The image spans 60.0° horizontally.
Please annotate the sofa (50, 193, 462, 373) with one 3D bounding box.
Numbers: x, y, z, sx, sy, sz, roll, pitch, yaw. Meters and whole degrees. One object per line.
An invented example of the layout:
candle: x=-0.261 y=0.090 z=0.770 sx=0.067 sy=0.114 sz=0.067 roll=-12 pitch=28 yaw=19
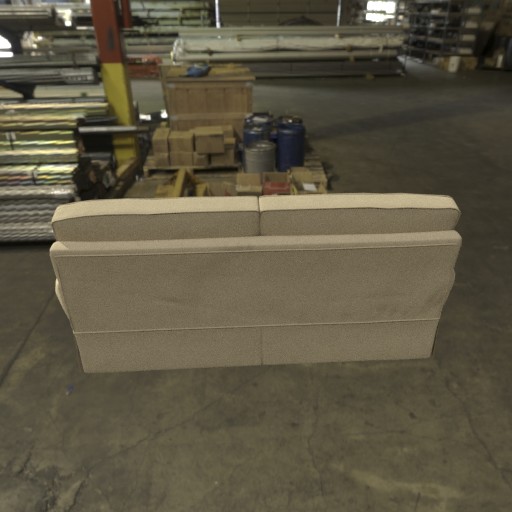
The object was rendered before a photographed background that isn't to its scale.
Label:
sofa: x=0.000 y=0.000 z=2.776 sx=2.246 sy=1.014 sz=0.900 roll=-2 pitch=29 yaw=-3
